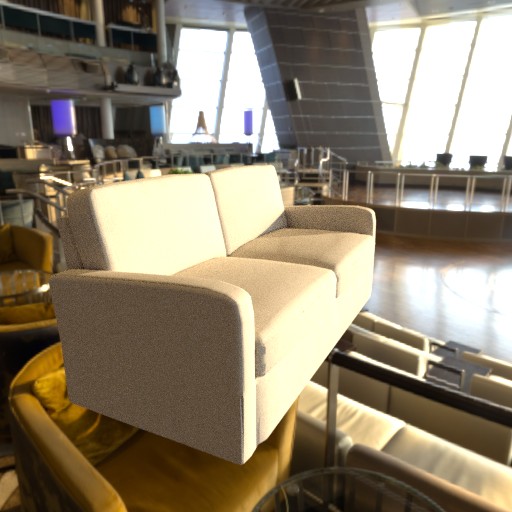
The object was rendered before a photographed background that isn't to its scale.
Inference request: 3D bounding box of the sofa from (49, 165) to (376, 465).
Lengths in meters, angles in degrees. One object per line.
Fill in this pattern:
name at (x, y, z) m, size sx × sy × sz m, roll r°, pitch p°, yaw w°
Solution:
sofa at (0.000, 0.000, 2.237) m, size 0.894 × 0.831 × 1.808 m, roll 8°, pitch 17°, yaw 26°
